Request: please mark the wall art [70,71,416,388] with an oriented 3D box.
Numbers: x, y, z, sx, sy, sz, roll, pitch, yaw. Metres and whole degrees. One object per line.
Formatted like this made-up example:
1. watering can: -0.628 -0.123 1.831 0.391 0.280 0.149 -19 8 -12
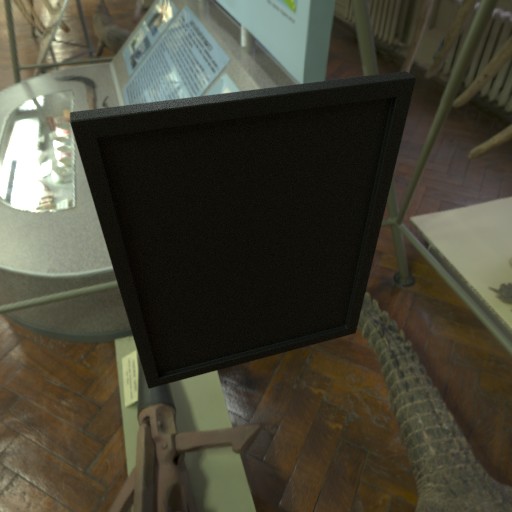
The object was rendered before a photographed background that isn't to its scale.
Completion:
1. wall art: 0.000 0.000 0.755 0.457 0.559 0.028 -12 43 -13
